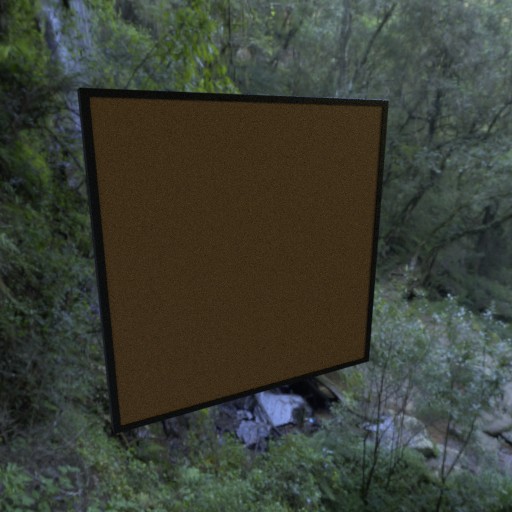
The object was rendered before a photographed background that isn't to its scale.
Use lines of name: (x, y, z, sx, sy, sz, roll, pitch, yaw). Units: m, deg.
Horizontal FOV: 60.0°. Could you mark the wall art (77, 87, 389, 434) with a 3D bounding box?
wall art: (0.000, 0.000, 1.116, 0.763, 0.763, 0.039, -8, 17, -26)
